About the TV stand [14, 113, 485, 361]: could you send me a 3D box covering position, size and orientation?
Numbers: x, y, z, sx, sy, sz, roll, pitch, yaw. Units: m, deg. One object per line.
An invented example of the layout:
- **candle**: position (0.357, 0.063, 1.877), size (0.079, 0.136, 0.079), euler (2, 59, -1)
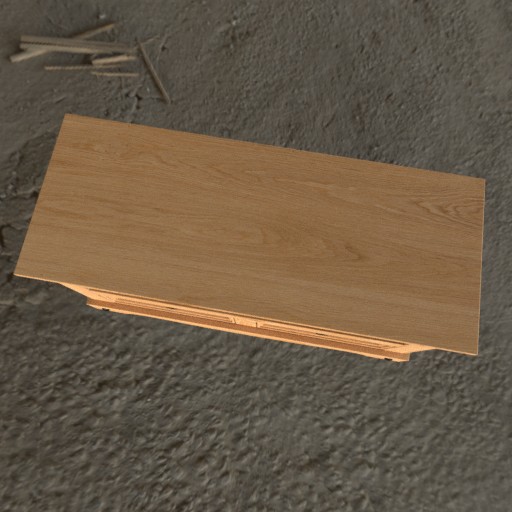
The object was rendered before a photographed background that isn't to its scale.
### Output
- **TV stand**: position (0.000, 0.000, 1.333), size (1.080, 0.550, 0.440), euler (10, 75, 3)
